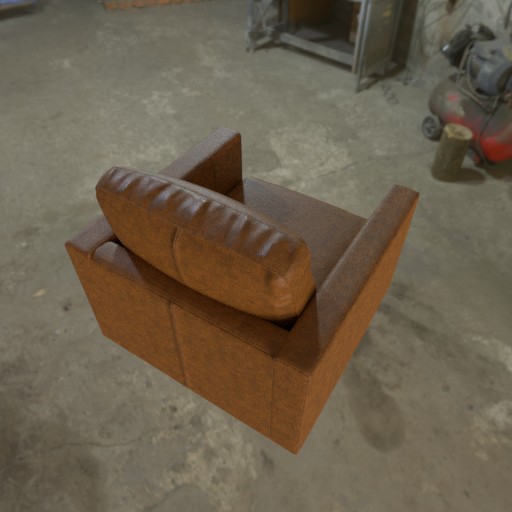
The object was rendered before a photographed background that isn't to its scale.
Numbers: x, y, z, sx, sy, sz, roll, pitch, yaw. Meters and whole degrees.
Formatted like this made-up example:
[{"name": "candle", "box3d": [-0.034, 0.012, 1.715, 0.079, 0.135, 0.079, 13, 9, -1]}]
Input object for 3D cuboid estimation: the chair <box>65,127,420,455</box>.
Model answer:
[{"name": "chair", "box3d": [0.000, 0.000, 1.667, 0.890, 0.956, 0.909, 24, 50, 22]}]
